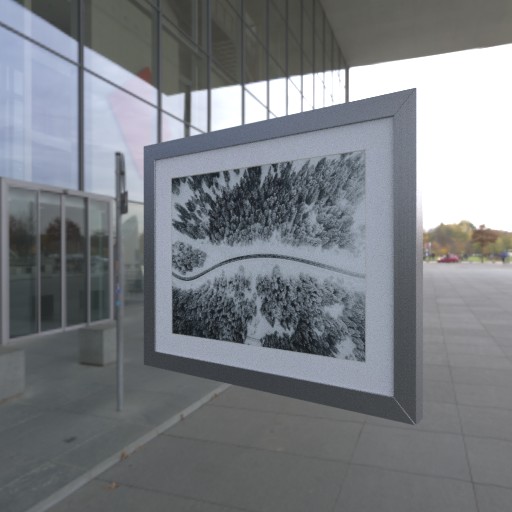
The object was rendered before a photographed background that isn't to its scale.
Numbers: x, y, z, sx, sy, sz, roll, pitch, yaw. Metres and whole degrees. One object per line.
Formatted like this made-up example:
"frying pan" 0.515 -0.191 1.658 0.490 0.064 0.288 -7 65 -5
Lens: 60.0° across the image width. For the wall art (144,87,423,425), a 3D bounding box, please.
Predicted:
"wall art" 0.000 0.000 0.774 0.557 0.456 0.032 0 0 36
